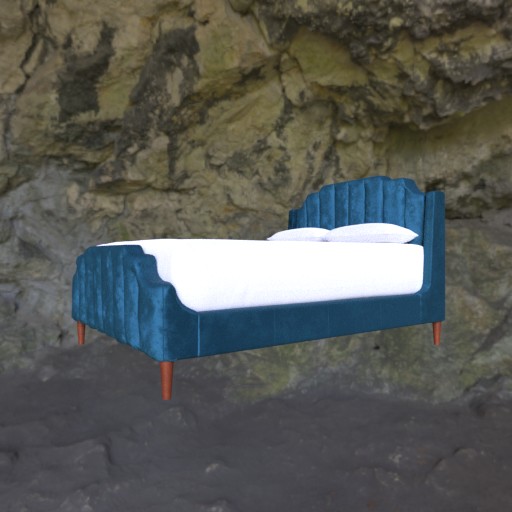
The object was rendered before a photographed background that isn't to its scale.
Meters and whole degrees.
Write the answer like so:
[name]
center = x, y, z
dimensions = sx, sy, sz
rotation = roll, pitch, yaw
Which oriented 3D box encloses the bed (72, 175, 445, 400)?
[bed]
center = 0.000, 0.000, 3.343
dimensions = 2.322, 1.338, 1.678
rotation = 0, 0, -35
